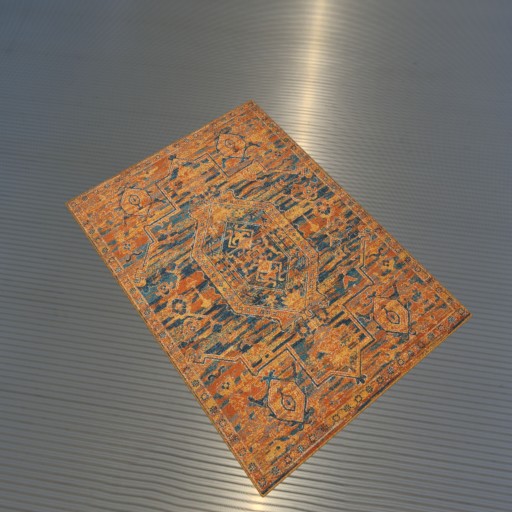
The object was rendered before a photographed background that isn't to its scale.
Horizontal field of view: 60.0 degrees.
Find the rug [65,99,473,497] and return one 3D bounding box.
[{"bbox_3d":[0.000,0.000,2.827,1.588,0.024,2.204,-34,68,-16],"label":"rug"}]
